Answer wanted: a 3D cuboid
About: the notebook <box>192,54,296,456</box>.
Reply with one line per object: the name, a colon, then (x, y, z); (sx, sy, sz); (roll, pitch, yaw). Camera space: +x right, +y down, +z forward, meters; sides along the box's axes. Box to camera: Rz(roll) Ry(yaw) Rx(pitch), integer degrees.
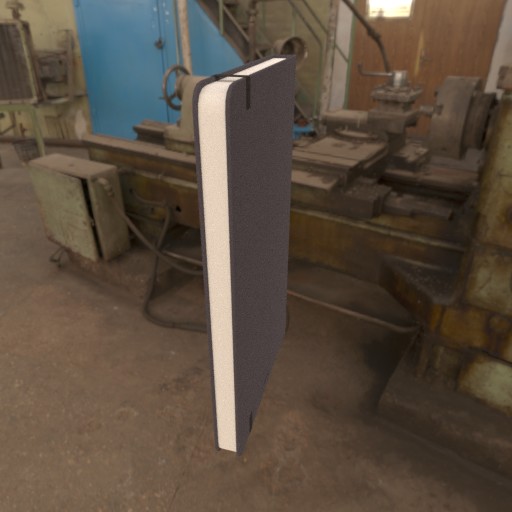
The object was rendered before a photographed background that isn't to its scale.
notebook: (0.000, 0.000, 0.268); (0.016, 0.213, 0.127); (8, 30, 14)
